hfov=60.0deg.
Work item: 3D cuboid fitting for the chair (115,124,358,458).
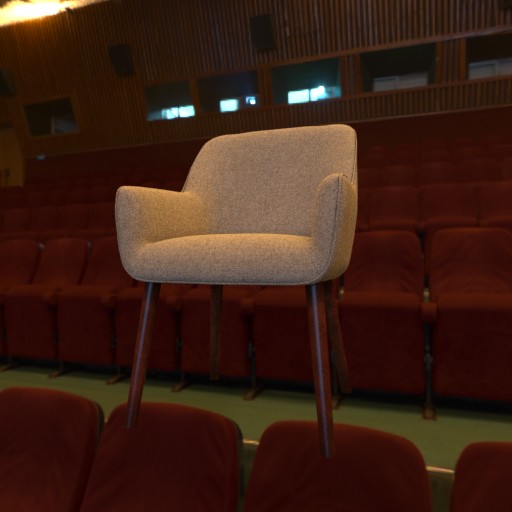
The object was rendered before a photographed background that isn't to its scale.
[{"bbox_3d":[0.000,0.000,1.190,0.543,0.803,0.519,0,0,19],"label":"chair"}]
